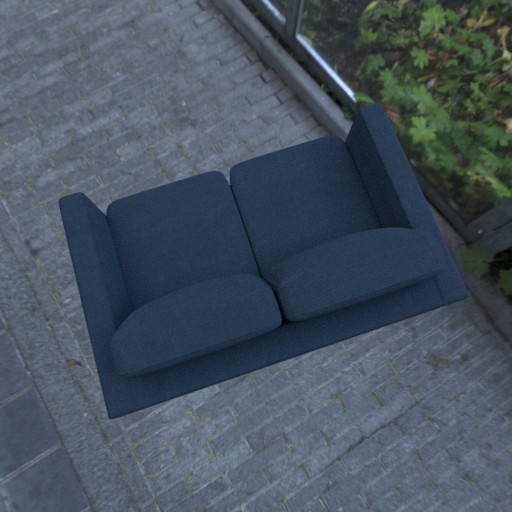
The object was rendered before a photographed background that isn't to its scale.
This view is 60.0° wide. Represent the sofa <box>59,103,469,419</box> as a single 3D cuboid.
[{"bbox_3d":[0.000,0.000,2.103,1.518,0.930,0.999,-18,76,-4],"label":"sofa"}]
